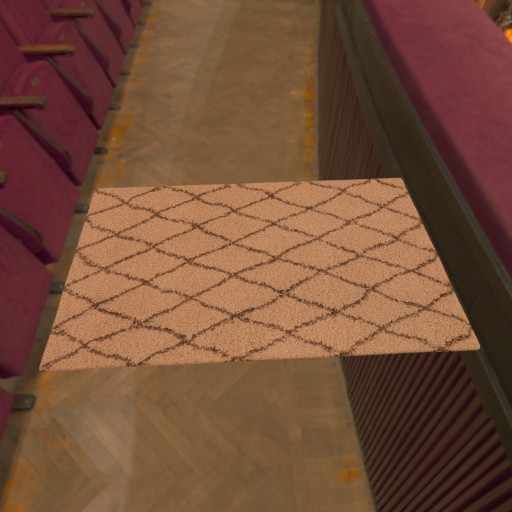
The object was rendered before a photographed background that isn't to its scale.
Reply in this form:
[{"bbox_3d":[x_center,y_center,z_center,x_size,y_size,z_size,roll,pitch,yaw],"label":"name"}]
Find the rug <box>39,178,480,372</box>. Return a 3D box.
[{"bbox_3d":[0.000,0.000,3.351,2.743,0.030,1.778,-2,47,-2],"label":"rug"}]
